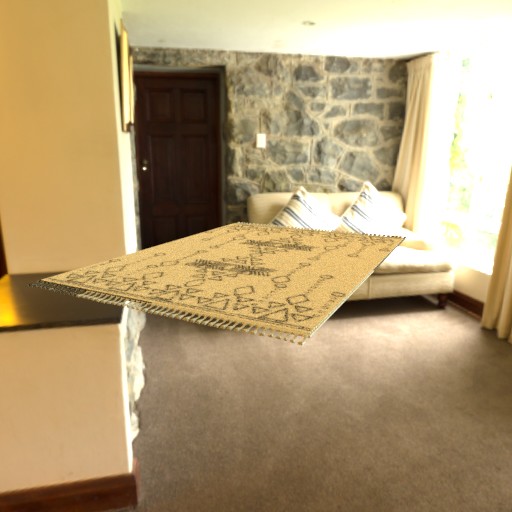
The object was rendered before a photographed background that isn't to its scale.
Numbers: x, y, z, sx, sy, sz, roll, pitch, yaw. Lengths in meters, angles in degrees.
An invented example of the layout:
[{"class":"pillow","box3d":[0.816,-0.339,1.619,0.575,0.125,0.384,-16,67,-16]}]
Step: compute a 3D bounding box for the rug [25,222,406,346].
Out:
[{"class":"rug","box3d":[0.000,0.000,3.015,1.600,0.013,2.312,7,15,27]}]
